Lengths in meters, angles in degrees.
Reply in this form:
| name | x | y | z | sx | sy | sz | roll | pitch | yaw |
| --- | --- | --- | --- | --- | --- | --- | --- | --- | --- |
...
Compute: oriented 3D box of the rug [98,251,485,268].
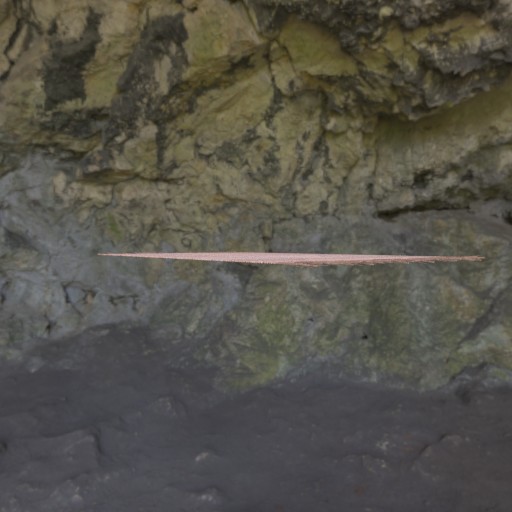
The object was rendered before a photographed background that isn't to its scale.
| name | x | y | z | sx | sy | sz | roll | pitch | yaw |
| --- | --- | --- | --- | --- | --- | --- | --- | --- | --- |
| rug | 0.000 | 0.000 | 2.606 | 1.224 | 0.027 | 2.085 | -1 | 2 | -37 |
